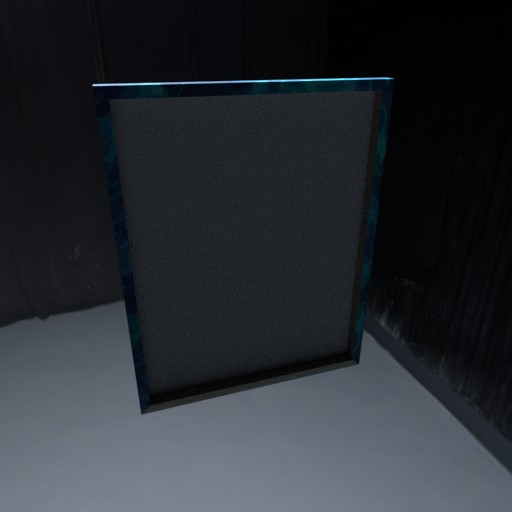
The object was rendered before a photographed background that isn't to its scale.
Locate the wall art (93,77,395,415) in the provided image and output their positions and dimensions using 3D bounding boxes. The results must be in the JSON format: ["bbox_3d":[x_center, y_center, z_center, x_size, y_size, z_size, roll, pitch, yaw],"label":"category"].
[{"bbox_3d":[0.000,0.000,1.034,0.609,0.760,0.038,-8,26,-17],"label":"wall art"}]
